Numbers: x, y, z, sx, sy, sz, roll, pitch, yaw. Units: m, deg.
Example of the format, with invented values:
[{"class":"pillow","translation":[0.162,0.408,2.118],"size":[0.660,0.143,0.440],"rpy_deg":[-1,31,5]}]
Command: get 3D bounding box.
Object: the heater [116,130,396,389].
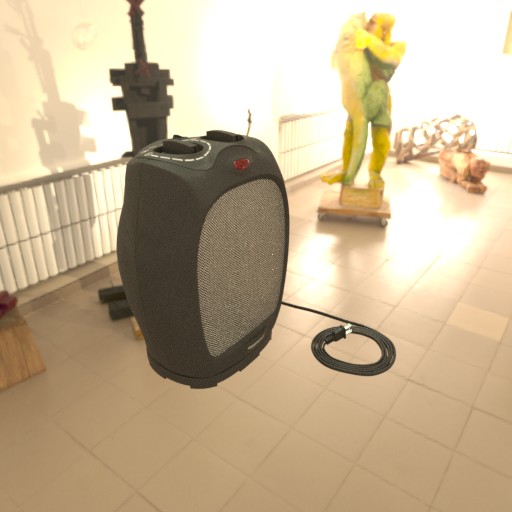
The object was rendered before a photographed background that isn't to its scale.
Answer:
[{"class":"heater","translation":[0.000,0.000,0.484],"size":[0.291,0.255,0.239],"rpy_deg":[18,32,32]}]
